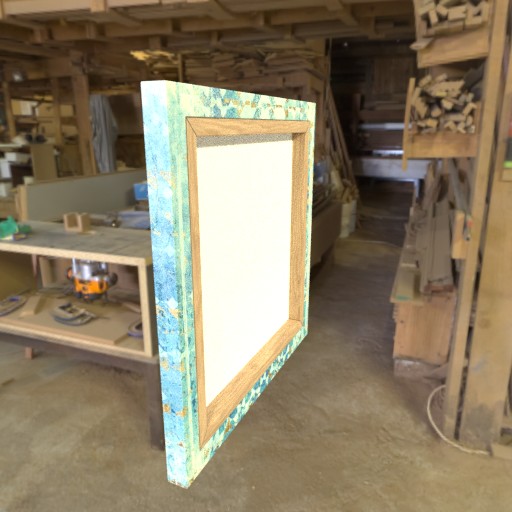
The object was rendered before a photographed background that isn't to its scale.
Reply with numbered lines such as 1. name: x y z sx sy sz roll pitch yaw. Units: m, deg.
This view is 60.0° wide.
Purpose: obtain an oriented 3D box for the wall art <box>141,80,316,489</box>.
1. wall art: 0.000 0.000 0.894 0.040 0.609 0.609 7 18 24
